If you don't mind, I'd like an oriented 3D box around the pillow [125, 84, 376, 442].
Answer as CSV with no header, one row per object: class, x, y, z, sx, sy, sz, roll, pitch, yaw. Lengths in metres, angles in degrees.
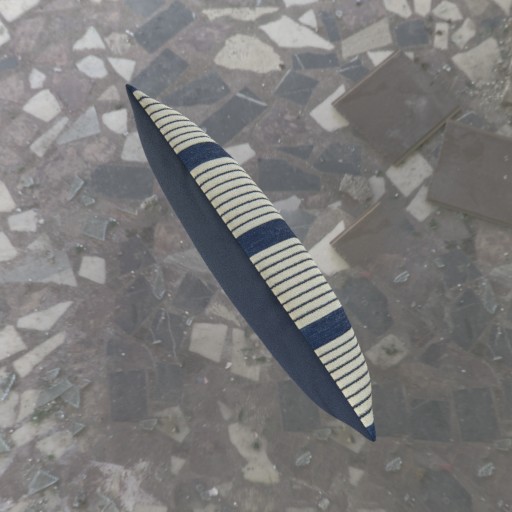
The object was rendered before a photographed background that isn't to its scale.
pillow,0.000,0.000,0.748,0.156,0.292,0.608,-34,79,-7
